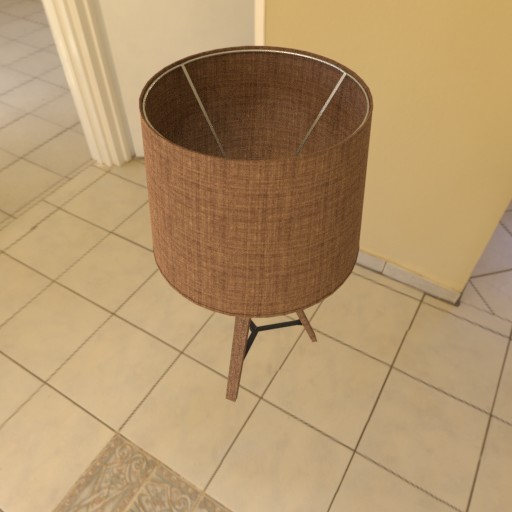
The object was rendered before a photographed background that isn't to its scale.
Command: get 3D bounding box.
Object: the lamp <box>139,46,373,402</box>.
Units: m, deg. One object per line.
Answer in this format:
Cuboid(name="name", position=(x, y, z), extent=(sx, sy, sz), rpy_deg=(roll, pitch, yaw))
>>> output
Cuboid(name="lamp", position=(0.000, 0.000, 0.664), extent=(0.290, 0.514, 0.290), rpy_deg=(0, 47, 0))
